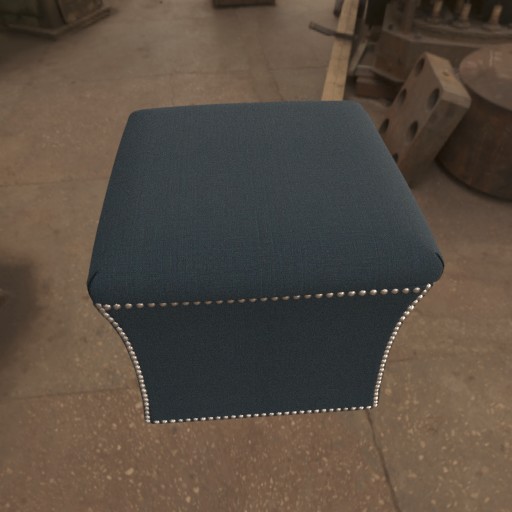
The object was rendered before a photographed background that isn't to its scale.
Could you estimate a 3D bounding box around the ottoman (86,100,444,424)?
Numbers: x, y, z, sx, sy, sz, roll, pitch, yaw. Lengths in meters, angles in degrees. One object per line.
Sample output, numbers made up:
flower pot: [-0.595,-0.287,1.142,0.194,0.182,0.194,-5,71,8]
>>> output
ottoman: [0.000,0.000,0.898,0.507,0.475,0.497,-3,45,-3]
